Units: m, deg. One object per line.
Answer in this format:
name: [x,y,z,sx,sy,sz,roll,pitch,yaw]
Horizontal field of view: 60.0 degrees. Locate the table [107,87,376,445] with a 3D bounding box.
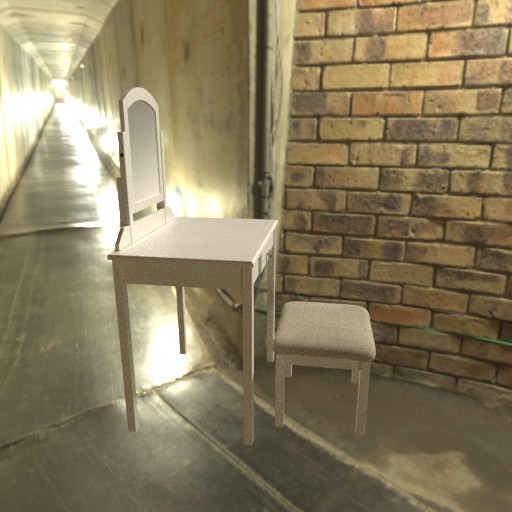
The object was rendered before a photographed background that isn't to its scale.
table: [0.000,0.000,2.271,1.211,1.631,0.876,3,17,9]
